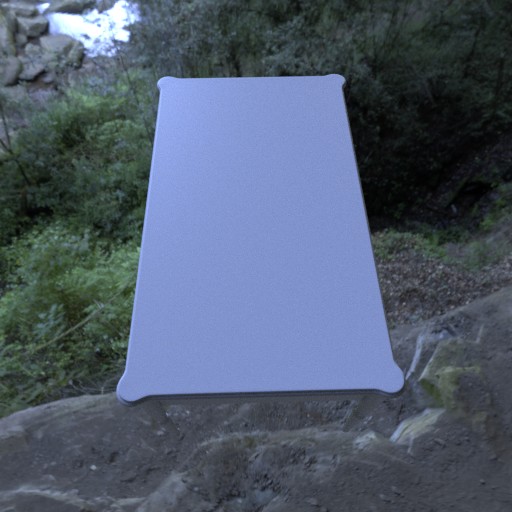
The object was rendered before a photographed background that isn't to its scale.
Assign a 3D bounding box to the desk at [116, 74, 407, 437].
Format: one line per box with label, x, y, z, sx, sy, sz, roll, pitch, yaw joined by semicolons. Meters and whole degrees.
desk;0.000;0.000;1.879;0.807;0.762;1.380;-1;59;-1
